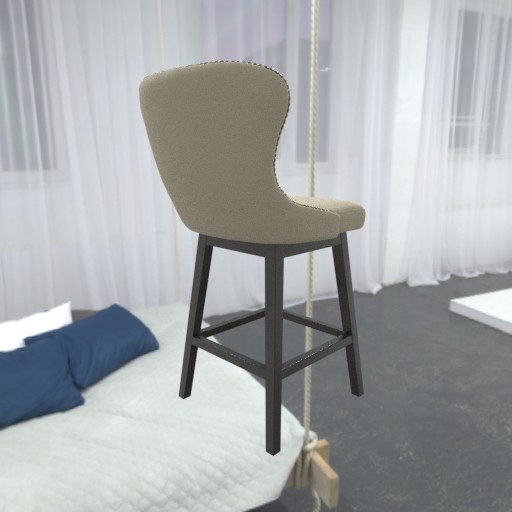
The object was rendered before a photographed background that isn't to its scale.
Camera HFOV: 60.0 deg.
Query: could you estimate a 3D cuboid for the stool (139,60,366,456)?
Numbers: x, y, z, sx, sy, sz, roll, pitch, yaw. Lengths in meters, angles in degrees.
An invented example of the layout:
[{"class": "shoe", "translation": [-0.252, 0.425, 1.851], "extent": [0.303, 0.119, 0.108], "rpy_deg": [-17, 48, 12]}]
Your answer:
[{"class": "stool", "translation": [0.000, 0.000, 1.314], "extent": [0.528, 0.971, 0.593], "rpy_deg": [12, 18, 44]}]
